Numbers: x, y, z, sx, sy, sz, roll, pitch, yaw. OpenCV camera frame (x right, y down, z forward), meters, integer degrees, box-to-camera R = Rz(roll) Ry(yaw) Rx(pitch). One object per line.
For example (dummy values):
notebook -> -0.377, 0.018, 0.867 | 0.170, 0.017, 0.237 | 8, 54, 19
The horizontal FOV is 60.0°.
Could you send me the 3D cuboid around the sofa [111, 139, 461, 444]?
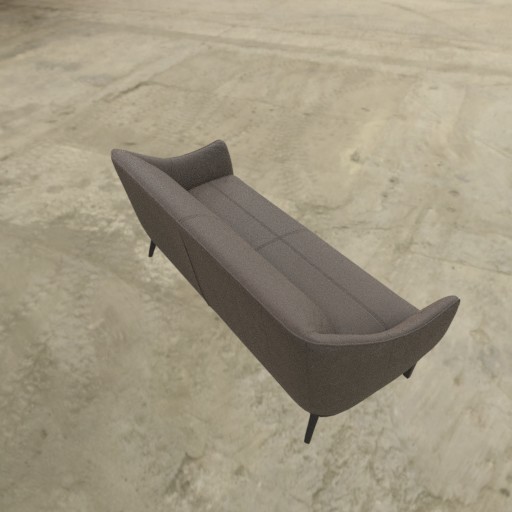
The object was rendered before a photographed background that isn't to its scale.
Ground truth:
sofa -> 0.000, 0.000, 2.439 | 0.869, 0.831, 1.928 | -25, 46, -27
